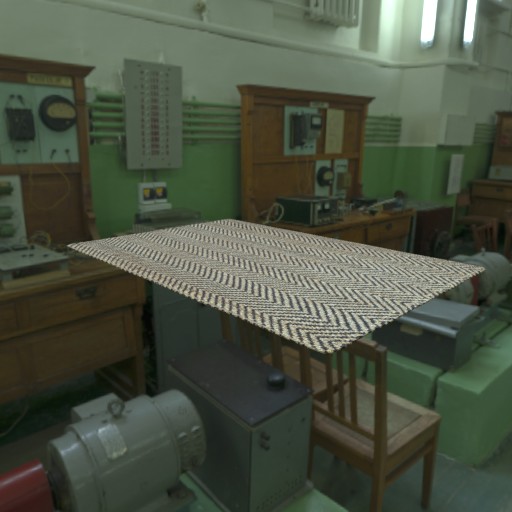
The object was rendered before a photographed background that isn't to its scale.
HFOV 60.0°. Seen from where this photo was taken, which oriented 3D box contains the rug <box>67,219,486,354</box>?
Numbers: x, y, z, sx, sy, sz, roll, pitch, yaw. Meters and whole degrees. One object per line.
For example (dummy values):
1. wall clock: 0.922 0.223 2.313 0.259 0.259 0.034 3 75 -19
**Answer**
1. rug: 0.000 0.000 2.271 1.219 0.008 1.828 -14 20 -42
